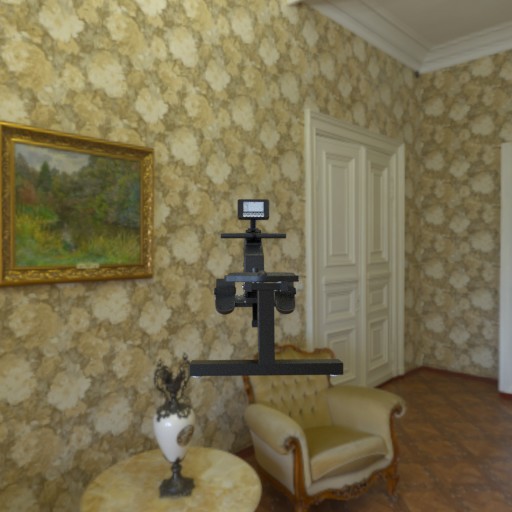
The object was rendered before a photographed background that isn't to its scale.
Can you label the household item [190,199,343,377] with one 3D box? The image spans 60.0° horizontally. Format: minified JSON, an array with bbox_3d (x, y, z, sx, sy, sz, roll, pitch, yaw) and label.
[{"bbox_3d":[0.000,0.000,2.621,0.521,0.810,2.251,0,0,-2],"label":"household item"}]
